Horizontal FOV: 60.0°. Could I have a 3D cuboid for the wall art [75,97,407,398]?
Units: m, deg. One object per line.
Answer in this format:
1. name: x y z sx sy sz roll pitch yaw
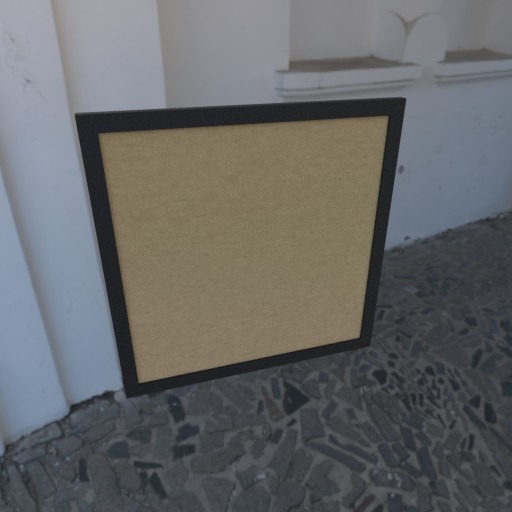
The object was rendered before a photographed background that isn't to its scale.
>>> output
1. wall art: 0.000 0.000 0.547 0.358 0.357 0.012 -8 28 -15
